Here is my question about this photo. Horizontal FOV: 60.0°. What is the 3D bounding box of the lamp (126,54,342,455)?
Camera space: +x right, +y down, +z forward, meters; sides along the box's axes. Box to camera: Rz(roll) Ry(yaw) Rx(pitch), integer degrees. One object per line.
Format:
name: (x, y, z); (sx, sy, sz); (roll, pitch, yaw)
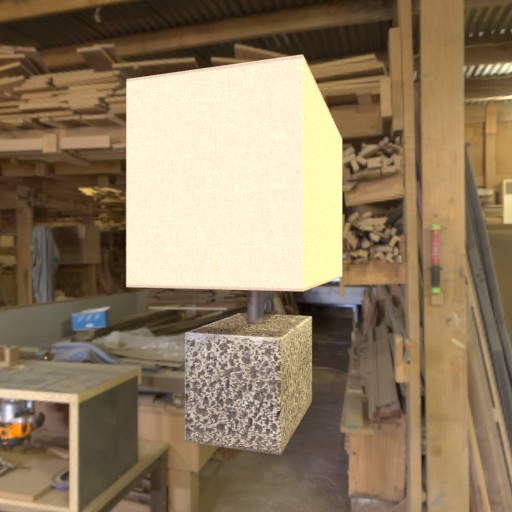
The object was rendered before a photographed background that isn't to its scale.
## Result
lamp: (0.000, 0.000, 0.557); (0.180, 0.411, 0.294); (0, 0, 18)
